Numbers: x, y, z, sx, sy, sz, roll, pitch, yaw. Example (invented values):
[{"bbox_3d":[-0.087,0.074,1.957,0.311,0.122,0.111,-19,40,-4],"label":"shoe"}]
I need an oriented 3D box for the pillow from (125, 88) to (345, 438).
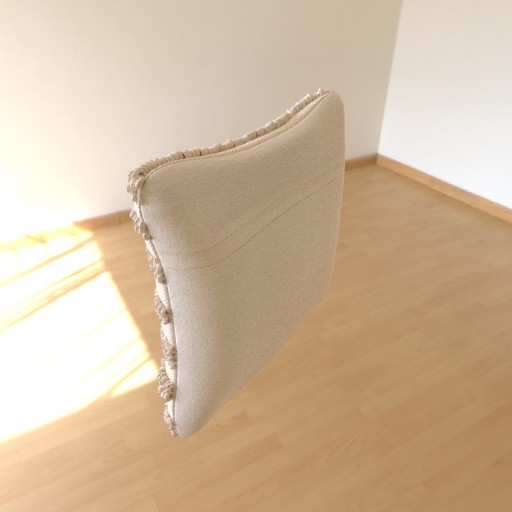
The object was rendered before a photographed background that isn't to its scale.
[{"bbox_3d":[0.000,0.000,0.684,0.145,0.427,0.437,21,39,29],"label":"pillow"}]
